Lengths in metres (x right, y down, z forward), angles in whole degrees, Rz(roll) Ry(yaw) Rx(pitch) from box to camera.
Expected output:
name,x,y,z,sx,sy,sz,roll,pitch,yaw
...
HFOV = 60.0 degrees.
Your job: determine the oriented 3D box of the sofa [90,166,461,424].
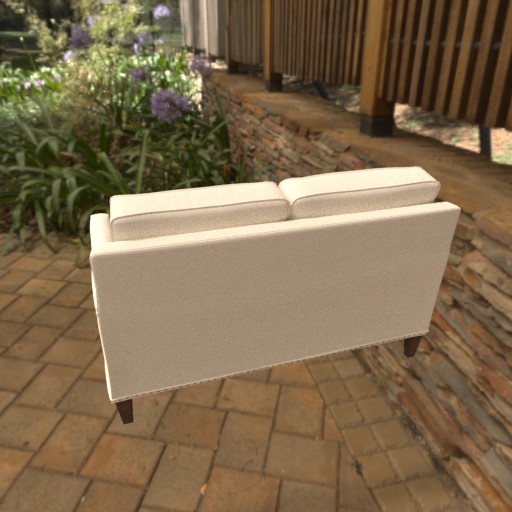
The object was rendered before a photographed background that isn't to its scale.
name,x,y,z,sx,sy,sz,roll,pitch,yaw
sofa,0.000,0.000,2.273,1.597,1.003,1.084,-8,27,-16
